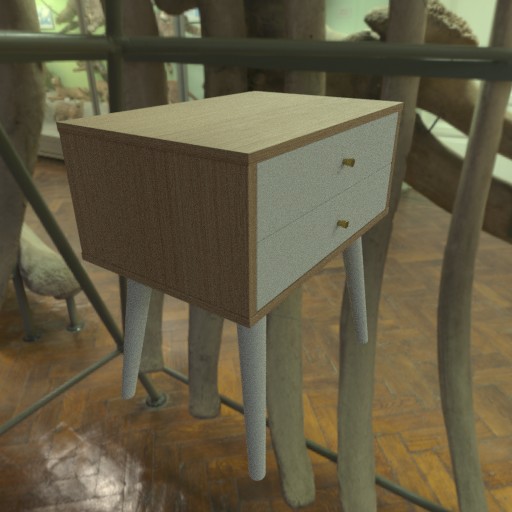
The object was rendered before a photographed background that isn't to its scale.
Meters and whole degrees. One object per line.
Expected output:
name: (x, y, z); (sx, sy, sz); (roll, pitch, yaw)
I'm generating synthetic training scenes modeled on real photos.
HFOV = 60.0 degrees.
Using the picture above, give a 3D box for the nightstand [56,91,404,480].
nightstand: (0.000, 0.000, 0.971); (0.407, 0.610, 0.571); (17, 31, 31)
